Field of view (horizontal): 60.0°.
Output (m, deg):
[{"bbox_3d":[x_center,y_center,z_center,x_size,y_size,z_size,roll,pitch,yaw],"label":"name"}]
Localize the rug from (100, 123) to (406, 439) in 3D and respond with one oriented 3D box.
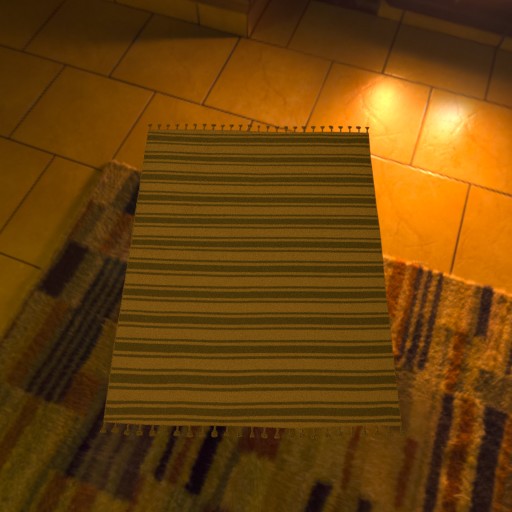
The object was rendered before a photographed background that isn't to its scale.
[{"bbox_3d":[0.000,0.000,4.198,2.439,0.005,3.201,1,65,0],"label":"rug"}]
